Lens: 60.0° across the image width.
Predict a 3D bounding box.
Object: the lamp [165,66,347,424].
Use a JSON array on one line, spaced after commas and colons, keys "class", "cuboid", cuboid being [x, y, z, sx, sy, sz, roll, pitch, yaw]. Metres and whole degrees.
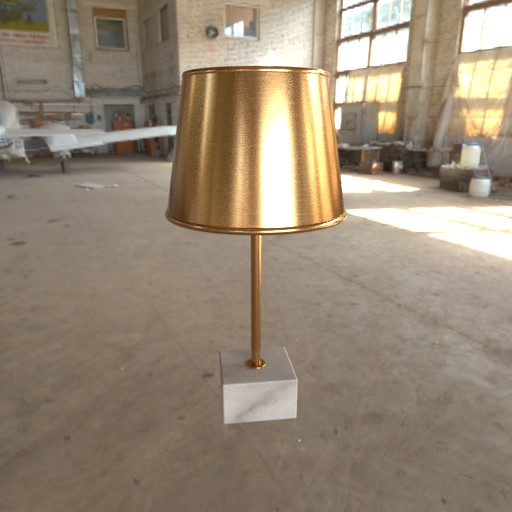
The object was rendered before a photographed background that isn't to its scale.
[{"class": "lamp", "cuboid": [0.000, 0.000, 0.533, 0.208, 0.406, 0.208, 0, 17, 0]}]
